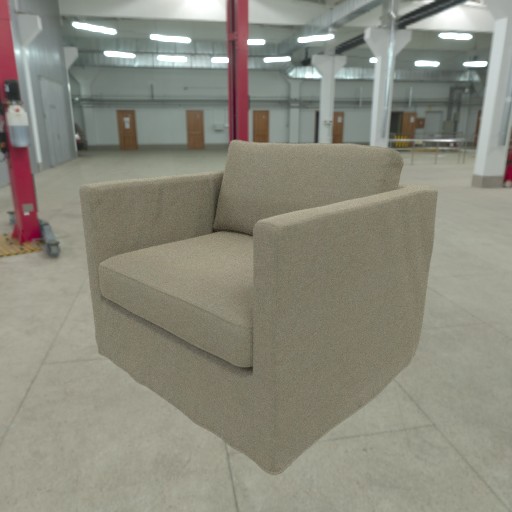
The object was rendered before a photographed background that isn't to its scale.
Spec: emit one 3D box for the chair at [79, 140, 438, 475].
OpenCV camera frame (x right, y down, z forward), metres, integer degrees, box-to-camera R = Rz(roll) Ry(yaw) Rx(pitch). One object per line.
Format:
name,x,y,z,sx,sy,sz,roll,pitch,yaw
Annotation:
chair,0.000,0.000,1.755,1.057,0.863,0.949,15,23,41
